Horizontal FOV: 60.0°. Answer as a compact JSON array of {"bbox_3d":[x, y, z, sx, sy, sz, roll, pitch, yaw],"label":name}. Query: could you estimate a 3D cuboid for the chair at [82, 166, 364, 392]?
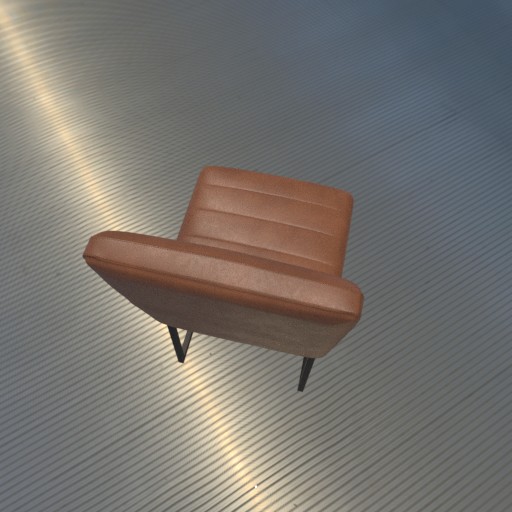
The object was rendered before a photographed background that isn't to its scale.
[{"bbox_3d":[0.000,0.000,1.300,0.520,0.930,0.634,12,63,6],"label":"chair"}]
